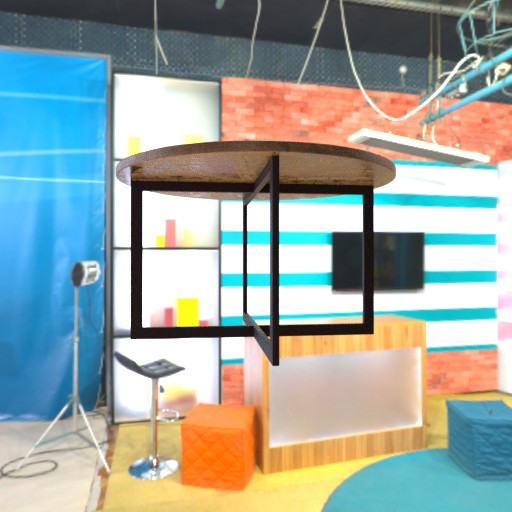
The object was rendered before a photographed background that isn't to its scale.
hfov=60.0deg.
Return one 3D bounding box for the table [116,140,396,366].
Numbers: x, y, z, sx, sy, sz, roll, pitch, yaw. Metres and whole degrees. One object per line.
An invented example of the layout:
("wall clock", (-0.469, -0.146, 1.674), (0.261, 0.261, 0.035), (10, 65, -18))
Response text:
("table", (0.000, 0.000, 2.097), (1.264, 0.762, 1.264), (0, 0, 0))
